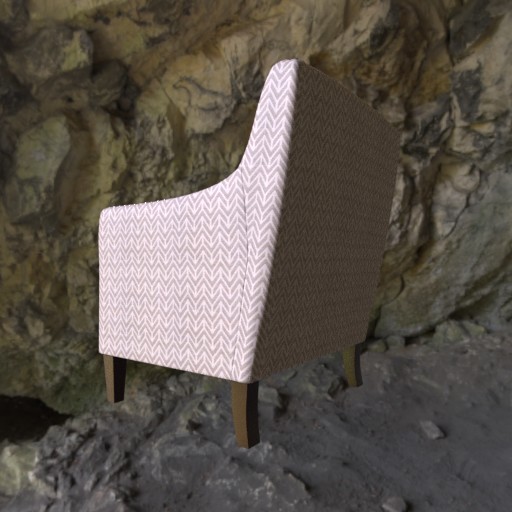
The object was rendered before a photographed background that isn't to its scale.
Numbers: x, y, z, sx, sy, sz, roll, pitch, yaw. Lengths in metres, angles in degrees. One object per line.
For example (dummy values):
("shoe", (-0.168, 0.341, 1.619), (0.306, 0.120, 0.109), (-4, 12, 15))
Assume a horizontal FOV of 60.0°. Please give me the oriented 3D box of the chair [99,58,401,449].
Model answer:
("chair", (0.000, 0.000, 1.292), (0.651, 0.816, 0.623), (0, -1, 36))
